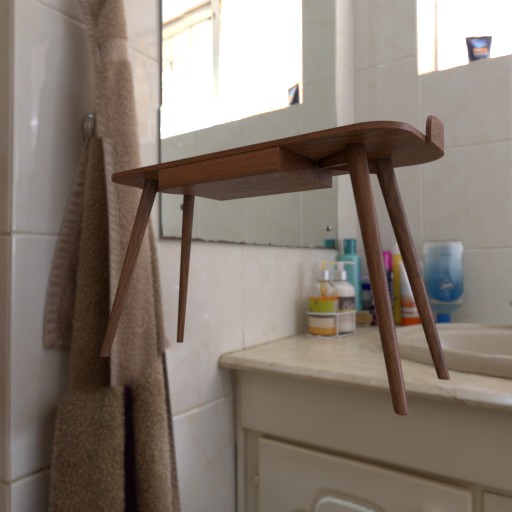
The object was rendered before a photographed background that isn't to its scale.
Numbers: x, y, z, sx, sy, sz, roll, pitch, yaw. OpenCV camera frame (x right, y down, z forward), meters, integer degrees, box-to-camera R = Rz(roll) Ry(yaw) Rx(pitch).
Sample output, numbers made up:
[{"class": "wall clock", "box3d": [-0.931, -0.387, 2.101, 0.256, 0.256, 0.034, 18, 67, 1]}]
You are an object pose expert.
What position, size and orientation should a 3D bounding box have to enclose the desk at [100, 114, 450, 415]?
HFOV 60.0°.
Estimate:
[{"class": "desk", "box3d": [0.000, 0.000, 1.628, 1.256, 0.800, 0.486, -1, -2, 36]}]
